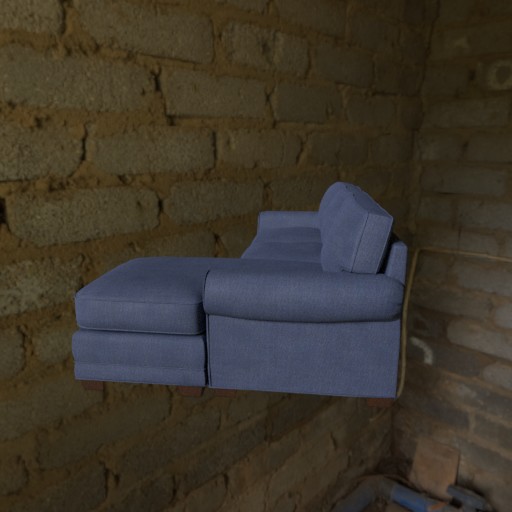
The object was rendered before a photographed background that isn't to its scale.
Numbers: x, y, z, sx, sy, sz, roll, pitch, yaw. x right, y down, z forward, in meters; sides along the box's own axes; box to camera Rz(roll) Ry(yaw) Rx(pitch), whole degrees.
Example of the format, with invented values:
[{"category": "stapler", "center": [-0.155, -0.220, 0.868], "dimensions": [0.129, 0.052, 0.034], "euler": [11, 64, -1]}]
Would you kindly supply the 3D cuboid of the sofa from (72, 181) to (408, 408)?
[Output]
[{"category": "sofa", "center": [0.000, 0.000, 3.447], "dimensions": [1.780, 1.063, 2.567], "euler": [2, 13, 7]}]
